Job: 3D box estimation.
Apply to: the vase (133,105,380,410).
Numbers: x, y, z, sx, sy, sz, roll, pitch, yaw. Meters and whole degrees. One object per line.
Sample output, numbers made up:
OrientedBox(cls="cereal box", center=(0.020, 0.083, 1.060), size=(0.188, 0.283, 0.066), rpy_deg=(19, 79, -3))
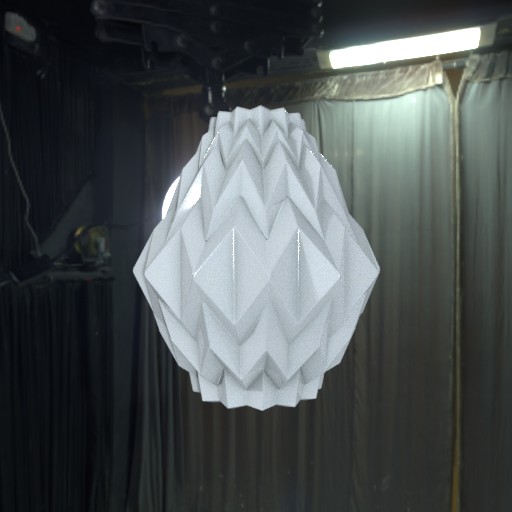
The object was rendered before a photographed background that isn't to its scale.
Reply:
OrientedBox(cls="vase", center=(0.000, 0.000, 0.303), size=(0.164, 0.185, 0.164), rpy_deg=(0, 1, 0))
